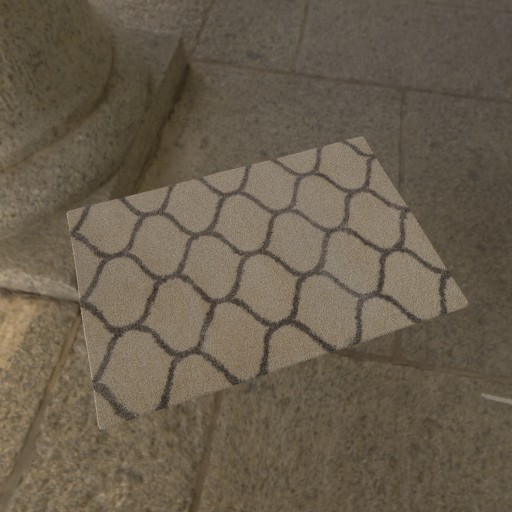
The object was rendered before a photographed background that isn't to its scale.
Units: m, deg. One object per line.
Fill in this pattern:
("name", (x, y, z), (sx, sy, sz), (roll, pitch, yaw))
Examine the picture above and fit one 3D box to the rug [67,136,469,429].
("rug", (0.000, 0.000, 3.455), (2.701, 0.026, 1.801), (-16, 61, -9))
